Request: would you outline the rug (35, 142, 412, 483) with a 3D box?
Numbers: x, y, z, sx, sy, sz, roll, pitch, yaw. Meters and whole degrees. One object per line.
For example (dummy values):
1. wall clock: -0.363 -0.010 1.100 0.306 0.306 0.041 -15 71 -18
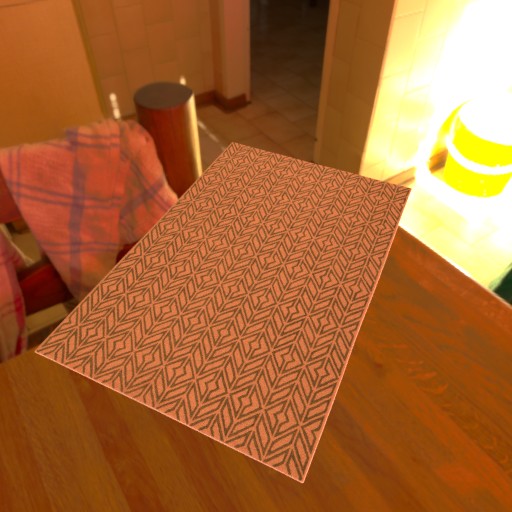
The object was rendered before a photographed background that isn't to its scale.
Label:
1. rug: 0.000 0.000 2.277 1.220 0.007 1.828 19 49 17
